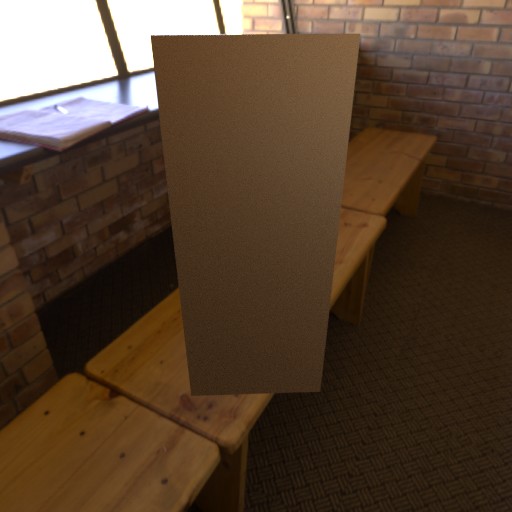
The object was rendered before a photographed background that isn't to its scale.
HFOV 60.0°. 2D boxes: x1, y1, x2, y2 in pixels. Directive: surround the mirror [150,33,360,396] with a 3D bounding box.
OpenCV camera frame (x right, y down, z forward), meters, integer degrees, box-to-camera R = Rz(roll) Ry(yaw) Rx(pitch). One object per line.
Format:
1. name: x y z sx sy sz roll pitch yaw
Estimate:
1. mirror: 0.000 0.000 2.261 0.812 2.031 0.025 -1 32 -2
